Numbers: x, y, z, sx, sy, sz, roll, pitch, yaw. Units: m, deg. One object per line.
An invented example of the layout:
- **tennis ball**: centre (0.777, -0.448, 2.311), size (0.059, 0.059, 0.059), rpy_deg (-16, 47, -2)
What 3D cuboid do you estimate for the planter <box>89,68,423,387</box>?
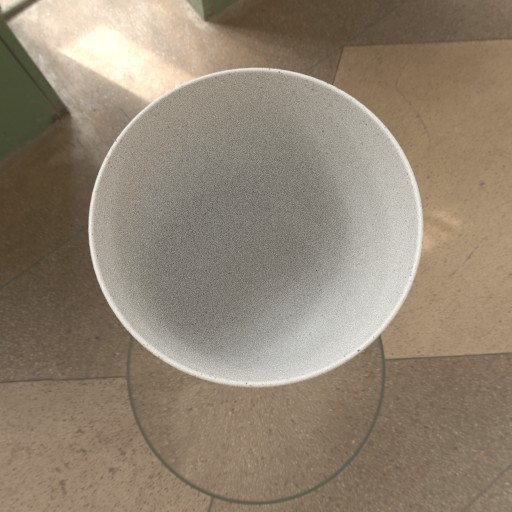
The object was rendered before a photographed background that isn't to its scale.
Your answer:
- **planter**: centre (0.000, 0.000, 0.361), size (0.195, 0.214, 0.195), rpy_deg (0, 77, 0)
